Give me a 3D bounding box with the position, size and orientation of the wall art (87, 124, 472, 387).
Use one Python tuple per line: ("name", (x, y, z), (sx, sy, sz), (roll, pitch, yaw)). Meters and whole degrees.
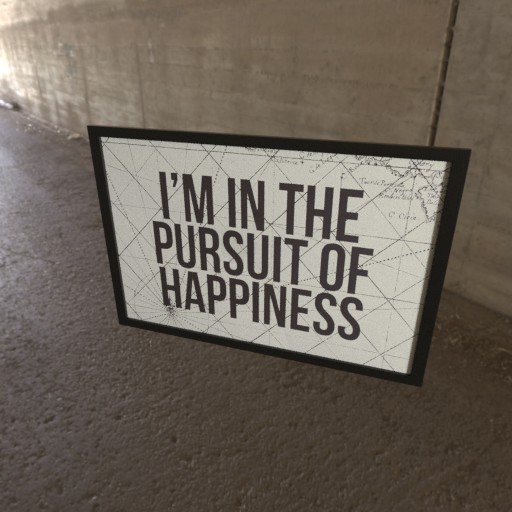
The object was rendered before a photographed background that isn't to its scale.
("wall art", (0.000, 0.000, 1.035), (0.819, 0.552, 0.015), (8, 27, 16))
